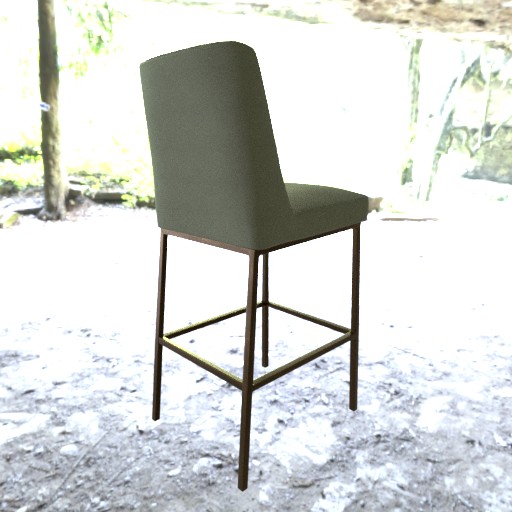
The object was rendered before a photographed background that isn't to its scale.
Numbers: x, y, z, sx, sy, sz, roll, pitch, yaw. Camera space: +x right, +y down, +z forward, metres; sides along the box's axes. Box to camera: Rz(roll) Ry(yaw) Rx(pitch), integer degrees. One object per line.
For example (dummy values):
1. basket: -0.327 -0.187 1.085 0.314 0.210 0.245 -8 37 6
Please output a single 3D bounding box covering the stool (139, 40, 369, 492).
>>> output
1. stool: 0.000 0.000 1.337 0.546 1.084 0.462 -13 20 -43
